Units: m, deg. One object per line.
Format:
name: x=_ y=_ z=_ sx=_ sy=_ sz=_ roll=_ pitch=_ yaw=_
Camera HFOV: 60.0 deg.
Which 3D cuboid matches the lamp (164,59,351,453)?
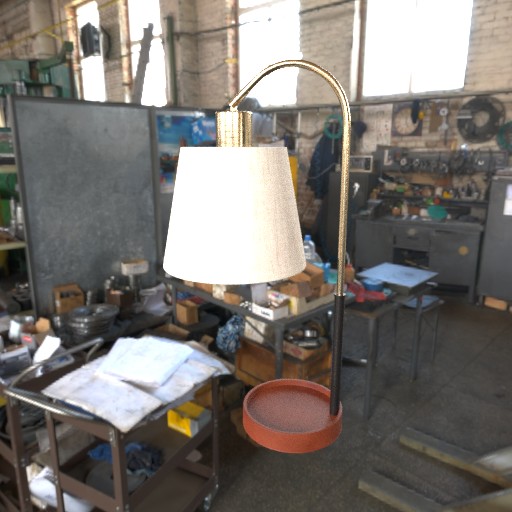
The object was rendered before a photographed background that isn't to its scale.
lamp: x=0.000 y=0.000 z=0.654 sx=0.273 sy=0.536 sz=0.211 roll=2 pitch=14 yaw=10
